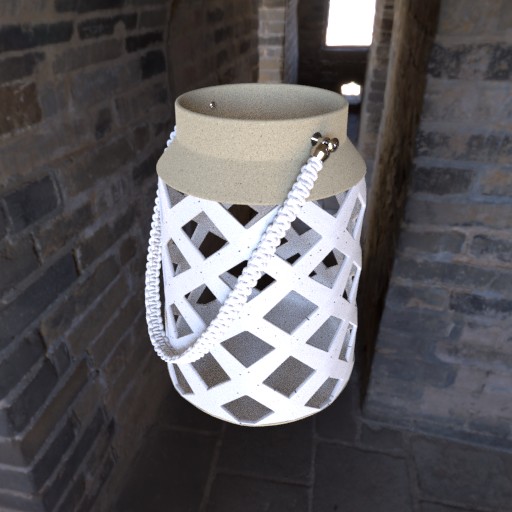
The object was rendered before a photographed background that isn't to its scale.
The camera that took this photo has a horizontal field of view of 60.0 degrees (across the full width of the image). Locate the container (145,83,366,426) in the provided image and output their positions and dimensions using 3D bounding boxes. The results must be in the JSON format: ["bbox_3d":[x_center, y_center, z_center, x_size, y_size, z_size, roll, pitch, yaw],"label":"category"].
[{"bbox_3d":[0.000,0.000,0.388,0.198,0.264,0.188,-22,38,-32],"label":"container"}]
